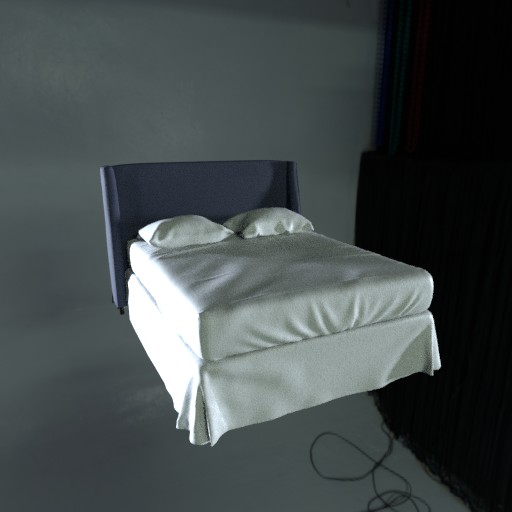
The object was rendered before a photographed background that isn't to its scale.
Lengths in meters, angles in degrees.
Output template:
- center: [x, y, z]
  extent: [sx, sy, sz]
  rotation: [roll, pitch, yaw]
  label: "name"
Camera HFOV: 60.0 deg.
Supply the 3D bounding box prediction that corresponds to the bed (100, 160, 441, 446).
- center: [0.000, 0.000, 3.428]
  extent: [1.925, 1.332, 2.276]
  rotation: [-7, 17, -25]
  label: "bed"
